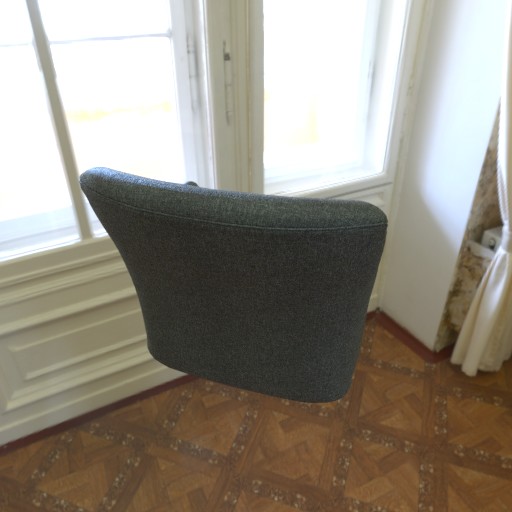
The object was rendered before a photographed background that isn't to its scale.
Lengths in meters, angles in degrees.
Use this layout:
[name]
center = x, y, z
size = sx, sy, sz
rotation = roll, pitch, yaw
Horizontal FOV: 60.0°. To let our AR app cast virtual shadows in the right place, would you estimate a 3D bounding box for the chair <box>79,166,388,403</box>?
[chair]
center = 0.000, 0.000, 1.604
size = 0.864, 0.856, 0.923
rotation = 10, 34, 15
